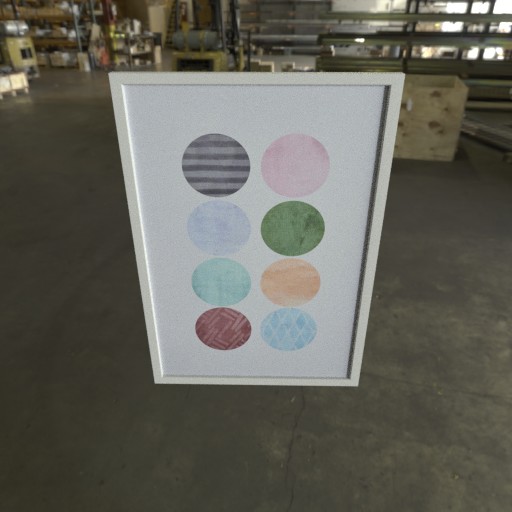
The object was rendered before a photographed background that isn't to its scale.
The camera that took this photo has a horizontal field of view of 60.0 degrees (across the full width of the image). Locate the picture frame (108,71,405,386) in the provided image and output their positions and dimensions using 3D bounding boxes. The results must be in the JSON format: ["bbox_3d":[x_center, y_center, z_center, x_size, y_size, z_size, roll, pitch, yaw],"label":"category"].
[{"bbox_3d":[0.000,0.000,0.565,0.305,0.434,0.013,1,29,1],"label":"picture frame"}]
